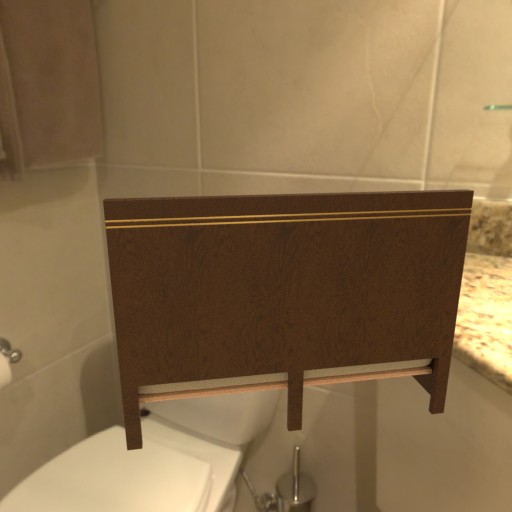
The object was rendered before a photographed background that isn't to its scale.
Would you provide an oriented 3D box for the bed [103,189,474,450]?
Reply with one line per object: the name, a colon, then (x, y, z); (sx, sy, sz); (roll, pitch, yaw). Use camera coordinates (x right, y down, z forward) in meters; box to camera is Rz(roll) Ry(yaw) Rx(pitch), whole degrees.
bed: (0.000, 0.000, 3.084); (1.613, 1.169, 2.221); (-3, 16, -10)
